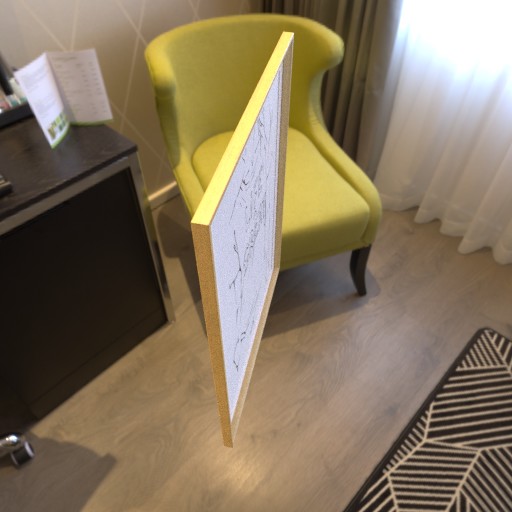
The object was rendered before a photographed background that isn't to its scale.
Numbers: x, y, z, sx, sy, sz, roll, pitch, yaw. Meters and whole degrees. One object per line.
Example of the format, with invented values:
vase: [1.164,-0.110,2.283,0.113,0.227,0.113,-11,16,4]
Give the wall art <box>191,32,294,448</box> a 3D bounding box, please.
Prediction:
wall art: [0.000,0.000,1.345,0.030,1.002,0.798,10,48,9]
